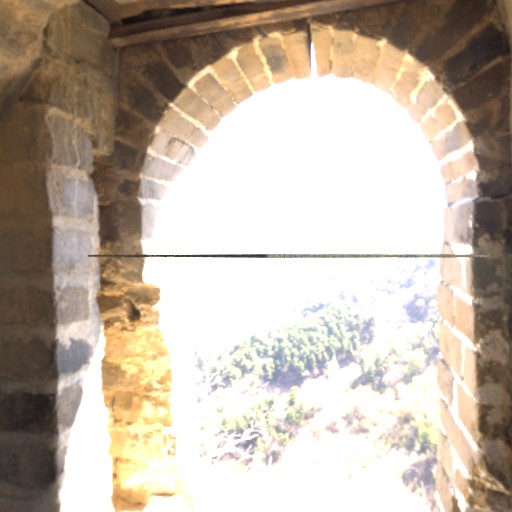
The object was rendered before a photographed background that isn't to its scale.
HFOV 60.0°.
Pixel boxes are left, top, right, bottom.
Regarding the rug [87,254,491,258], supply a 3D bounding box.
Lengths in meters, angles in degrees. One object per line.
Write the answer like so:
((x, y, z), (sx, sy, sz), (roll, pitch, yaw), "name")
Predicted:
((0.000, 0.000, 2.861), (1.523, 0.017, 2.263), (0, 0, -35), "rug")
